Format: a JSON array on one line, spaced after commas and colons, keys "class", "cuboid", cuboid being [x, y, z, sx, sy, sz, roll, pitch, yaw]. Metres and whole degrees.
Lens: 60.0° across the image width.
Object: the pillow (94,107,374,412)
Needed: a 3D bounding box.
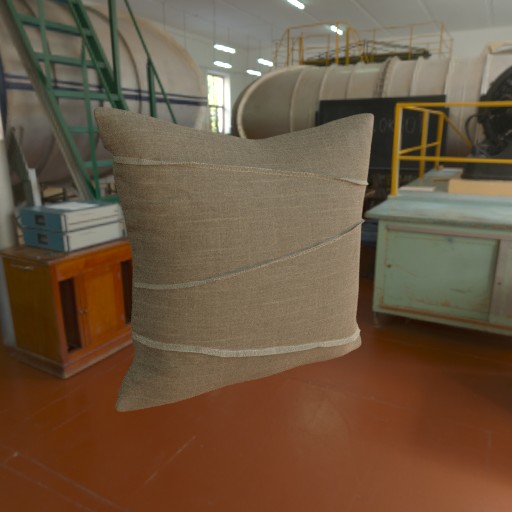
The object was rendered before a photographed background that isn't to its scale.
[{"class": "pillow", "cuboid": [0.000, 0.000, 0.640, 0.424, 0.400, 0.169, -8, 17, -26]}]
